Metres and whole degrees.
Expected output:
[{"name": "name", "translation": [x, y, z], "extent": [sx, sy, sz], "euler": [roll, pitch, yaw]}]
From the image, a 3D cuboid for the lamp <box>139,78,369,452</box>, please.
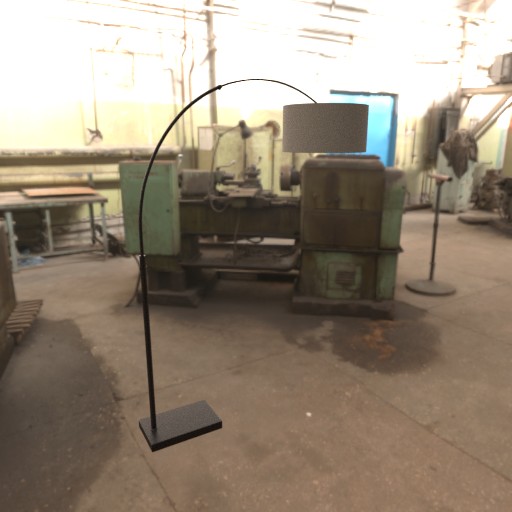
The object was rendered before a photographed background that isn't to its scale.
[{"name": "lamp", "translation": [0.000, 0.000, 2.568], "extent": [1.424, 1.927, 0.493], "euler": [-8, 17, -29]}]
